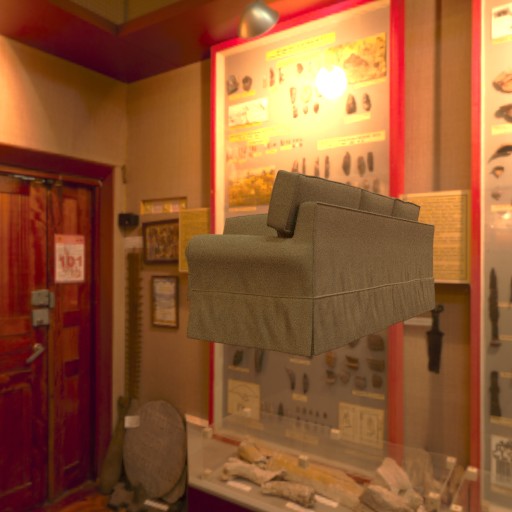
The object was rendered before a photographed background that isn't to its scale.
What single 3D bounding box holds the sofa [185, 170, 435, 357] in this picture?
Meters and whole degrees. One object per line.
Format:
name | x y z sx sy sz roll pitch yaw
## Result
sofa | 0.000 0.000 4.183 2.618 1.081 2.623 0 0 36
